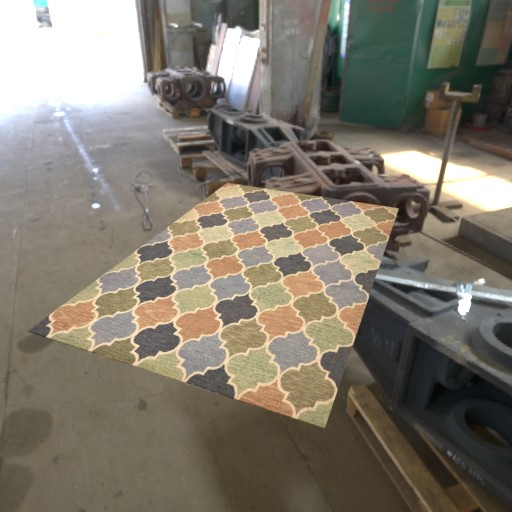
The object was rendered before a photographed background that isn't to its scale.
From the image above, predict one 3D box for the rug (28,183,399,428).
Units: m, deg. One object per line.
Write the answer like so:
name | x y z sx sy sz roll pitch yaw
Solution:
rug | 0.000 0.000 2.305 1.216 0.006 1.828 12 32 19
